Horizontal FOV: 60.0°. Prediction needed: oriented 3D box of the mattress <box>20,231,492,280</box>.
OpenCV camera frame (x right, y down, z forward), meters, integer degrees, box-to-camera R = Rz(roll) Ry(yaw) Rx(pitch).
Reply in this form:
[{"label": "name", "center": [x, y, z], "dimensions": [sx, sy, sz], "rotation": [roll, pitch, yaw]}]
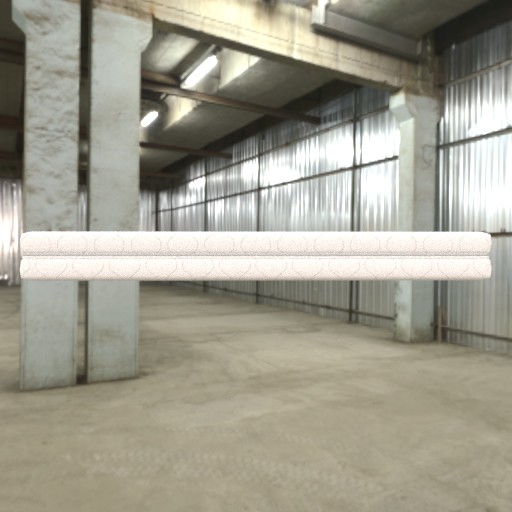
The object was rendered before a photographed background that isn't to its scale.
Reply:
[{"label": "mattress", "center": [0.000, 0.000, 2.227], "dimensions": [1.900, 0.200, 0.900], "rotation": [0, 0, -1]}]
